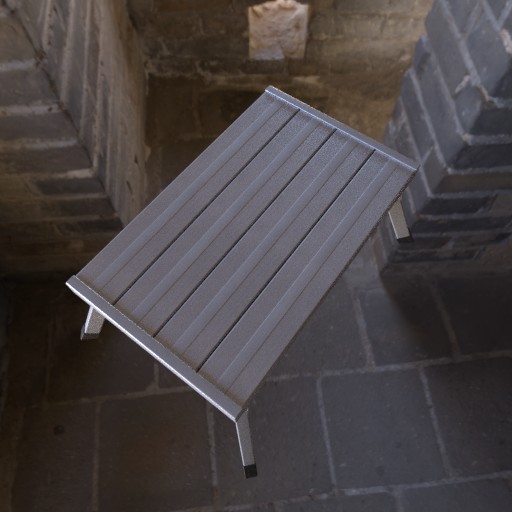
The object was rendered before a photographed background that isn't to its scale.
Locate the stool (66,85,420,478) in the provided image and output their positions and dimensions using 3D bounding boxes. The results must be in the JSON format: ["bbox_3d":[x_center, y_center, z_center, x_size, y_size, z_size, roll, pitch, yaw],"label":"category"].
[{"bbox_3d":[0.000,0.000,0.722,0.385,0.225,0.535,34,67,16],"label":"stool"}]
